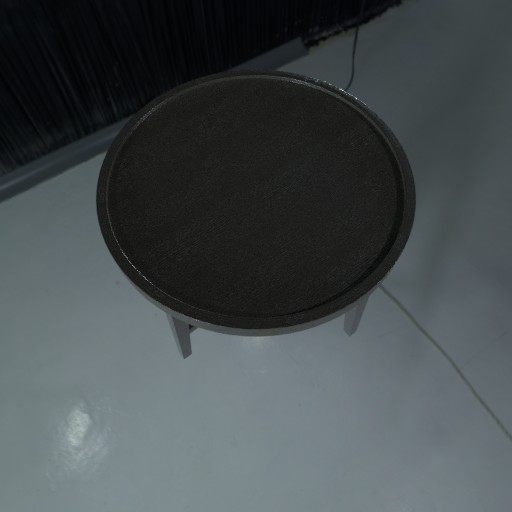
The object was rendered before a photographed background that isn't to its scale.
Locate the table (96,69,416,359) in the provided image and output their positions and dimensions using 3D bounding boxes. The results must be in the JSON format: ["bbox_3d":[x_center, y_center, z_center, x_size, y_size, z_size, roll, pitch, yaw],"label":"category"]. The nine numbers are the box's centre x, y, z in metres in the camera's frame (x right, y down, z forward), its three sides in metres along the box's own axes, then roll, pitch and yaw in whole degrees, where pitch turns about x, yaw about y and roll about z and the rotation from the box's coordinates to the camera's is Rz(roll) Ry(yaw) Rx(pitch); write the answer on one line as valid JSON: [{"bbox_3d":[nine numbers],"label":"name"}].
[{"bbox_3d":[0.000,0.000,0.936,0.500,0.531,0.500,0,62,0],"label":"table"}]
